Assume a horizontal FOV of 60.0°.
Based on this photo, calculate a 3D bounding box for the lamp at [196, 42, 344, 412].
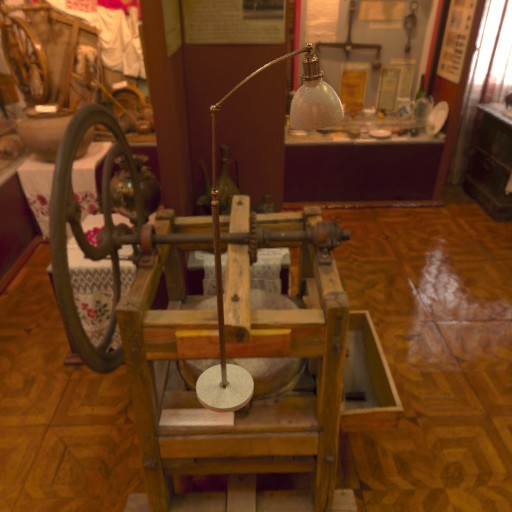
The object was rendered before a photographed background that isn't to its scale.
[{"bbox_3d":[0.000,0.000,1.817,0.599,1.586,0.288,0,32,0],"label":"lamp"}]
